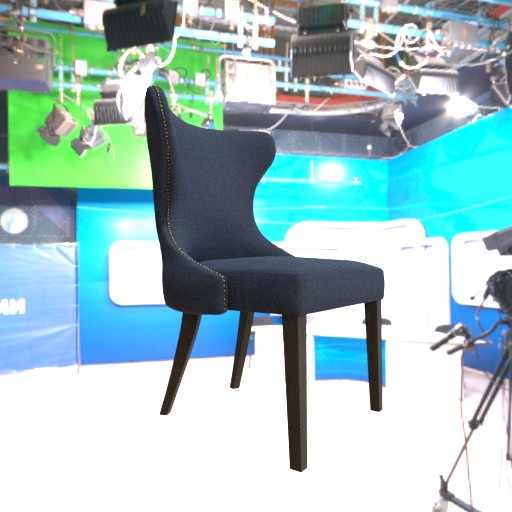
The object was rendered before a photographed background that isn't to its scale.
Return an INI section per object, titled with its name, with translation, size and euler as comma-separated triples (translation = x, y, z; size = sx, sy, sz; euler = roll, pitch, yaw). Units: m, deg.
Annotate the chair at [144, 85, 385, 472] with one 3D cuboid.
[chair]
translation = 0.000, 0.000, 1.370
size = 0.635, 0.967, 0.628
euler = 0, -1, 36
